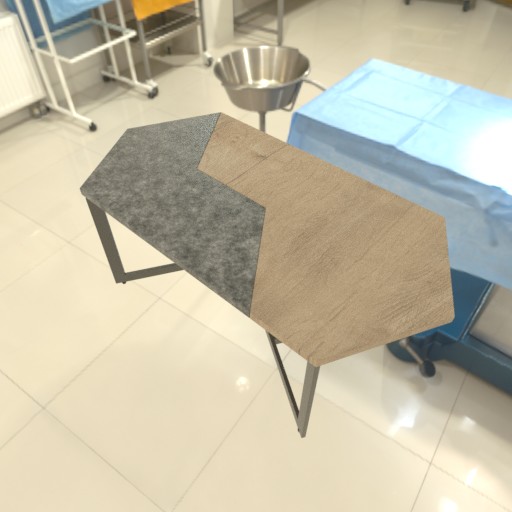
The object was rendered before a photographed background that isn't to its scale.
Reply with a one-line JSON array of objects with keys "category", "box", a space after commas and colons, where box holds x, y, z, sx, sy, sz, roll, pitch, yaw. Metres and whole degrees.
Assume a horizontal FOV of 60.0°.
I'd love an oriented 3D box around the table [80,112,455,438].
[{"category": "table", "box": [0.000, 0.000, 1.460, 1.219, 0.457, 0.609, 33, 55, 27]}]
